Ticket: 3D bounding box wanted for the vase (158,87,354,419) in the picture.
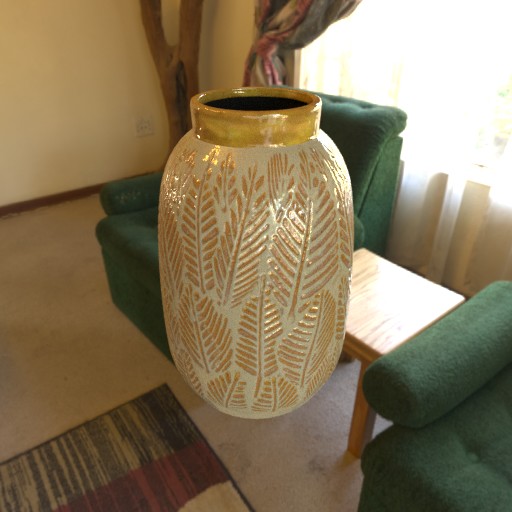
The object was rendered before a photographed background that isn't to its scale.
[{"bbox_3d":[0.000,0.000,0.395,0.172,0.270,0.172,0,30,0],"label":"vase"}]
